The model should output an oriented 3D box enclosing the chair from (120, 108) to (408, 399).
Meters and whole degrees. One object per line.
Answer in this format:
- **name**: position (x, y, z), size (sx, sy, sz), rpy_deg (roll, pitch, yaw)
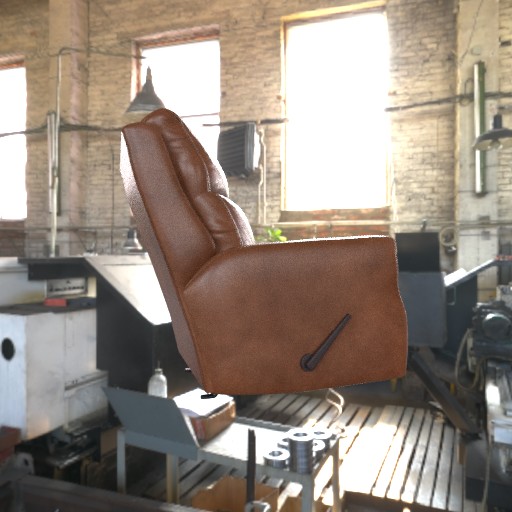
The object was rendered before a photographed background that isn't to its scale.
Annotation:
- **chair**: position (0.000, 0.000, 1.833), size (1.072, 1.016, 0.821), rpy_deg (0, 0, -17)
